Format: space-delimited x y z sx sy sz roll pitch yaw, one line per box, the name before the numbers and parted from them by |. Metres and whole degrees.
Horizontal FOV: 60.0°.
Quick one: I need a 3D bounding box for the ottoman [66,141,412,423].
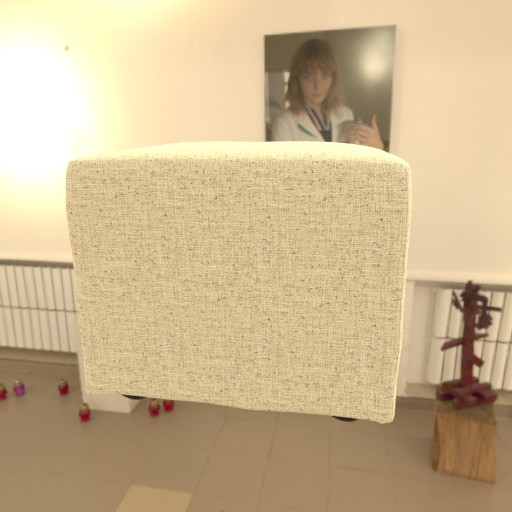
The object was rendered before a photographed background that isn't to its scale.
ottoman | 0.000 0.000 0.905 0.521 0.453 0.512 2 14 10
